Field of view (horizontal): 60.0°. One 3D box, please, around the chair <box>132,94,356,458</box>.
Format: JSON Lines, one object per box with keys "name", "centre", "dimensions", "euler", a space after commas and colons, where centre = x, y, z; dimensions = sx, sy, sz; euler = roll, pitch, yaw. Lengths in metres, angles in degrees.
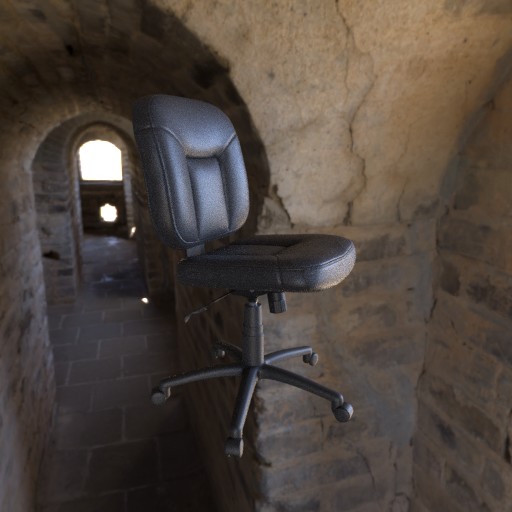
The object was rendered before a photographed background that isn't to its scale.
{"name": "chair", "centre": [0.000, 0.000, 1.373], "dimensions": [0.646, 0.959, 0.647], "euler": [7, 15, 26]}
